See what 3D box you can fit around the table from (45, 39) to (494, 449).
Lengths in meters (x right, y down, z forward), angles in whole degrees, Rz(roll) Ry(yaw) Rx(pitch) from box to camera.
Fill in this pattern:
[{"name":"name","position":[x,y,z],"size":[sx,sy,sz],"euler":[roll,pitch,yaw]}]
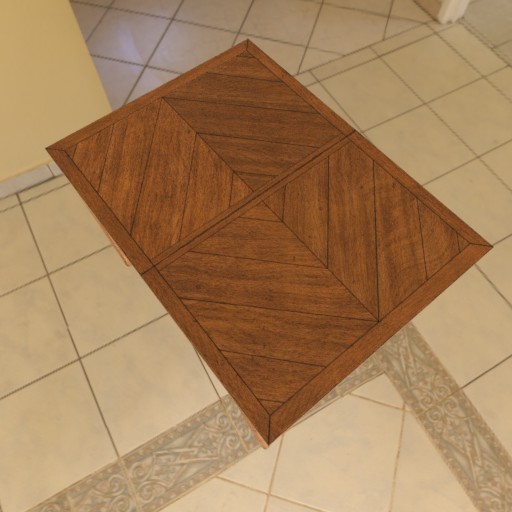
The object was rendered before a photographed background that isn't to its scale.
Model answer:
[{"name":"table","position":[0.000,0.000,1.560],"size":[0.757,0.760,1.027],"euler":[-36,69,-16]}]
